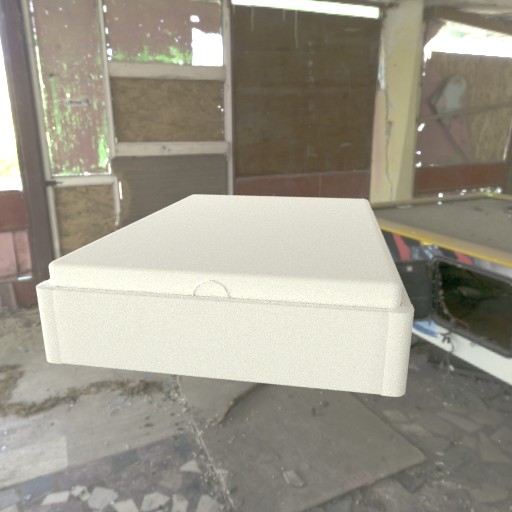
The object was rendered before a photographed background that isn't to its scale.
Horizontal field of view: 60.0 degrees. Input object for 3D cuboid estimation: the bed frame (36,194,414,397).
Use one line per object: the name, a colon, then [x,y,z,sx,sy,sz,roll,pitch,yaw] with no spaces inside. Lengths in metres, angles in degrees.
bed frame: [0.000,0.000,2.493,1.400,0.406,1.900,3,17,10]
